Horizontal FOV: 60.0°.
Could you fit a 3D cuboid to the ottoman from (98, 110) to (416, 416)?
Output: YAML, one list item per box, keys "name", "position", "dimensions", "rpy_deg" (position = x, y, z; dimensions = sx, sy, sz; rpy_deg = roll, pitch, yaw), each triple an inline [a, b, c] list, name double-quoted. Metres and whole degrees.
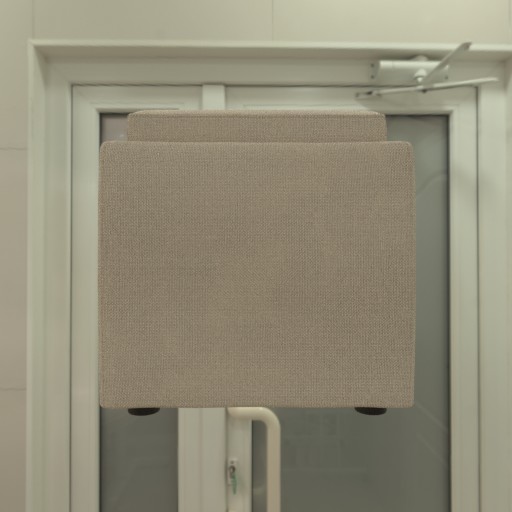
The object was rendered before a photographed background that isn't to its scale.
- name: "ottoman"
  position: [0.000, 0.000, 0.827]
  dimensions: [0.450, 0.460, 0.451]
  rpy_deg: [0, -1, 0]
